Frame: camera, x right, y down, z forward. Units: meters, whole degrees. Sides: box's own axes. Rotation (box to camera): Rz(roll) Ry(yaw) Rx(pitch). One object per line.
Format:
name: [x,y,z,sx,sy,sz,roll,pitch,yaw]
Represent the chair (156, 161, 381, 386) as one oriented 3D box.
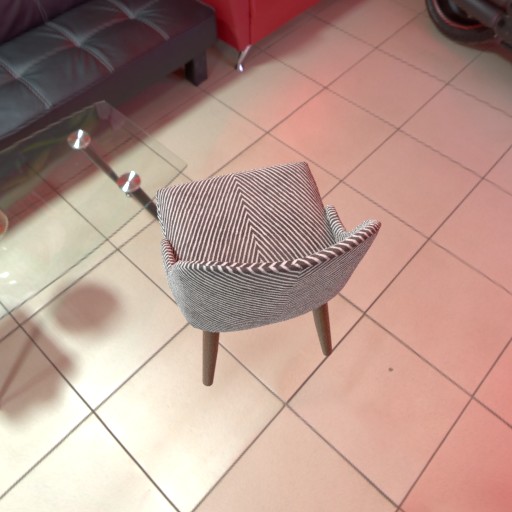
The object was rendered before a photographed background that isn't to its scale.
chair: [0.000,0.000,1.235,0.504,0.883,0.591,-12,60,-7]
